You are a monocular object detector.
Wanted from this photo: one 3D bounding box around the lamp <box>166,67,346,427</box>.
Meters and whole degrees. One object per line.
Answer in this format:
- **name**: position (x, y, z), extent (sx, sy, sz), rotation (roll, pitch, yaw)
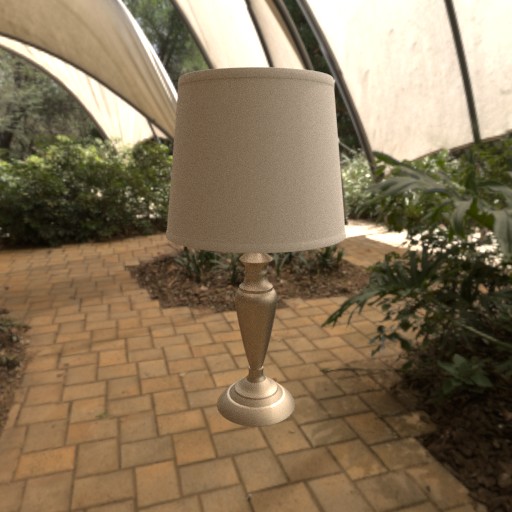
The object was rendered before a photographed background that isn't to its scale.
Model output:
- **lamp**: position (0.000, 0.000, 0.833), extent (0.328, 0.619, 0.328), rotation (0, 14, 0)
